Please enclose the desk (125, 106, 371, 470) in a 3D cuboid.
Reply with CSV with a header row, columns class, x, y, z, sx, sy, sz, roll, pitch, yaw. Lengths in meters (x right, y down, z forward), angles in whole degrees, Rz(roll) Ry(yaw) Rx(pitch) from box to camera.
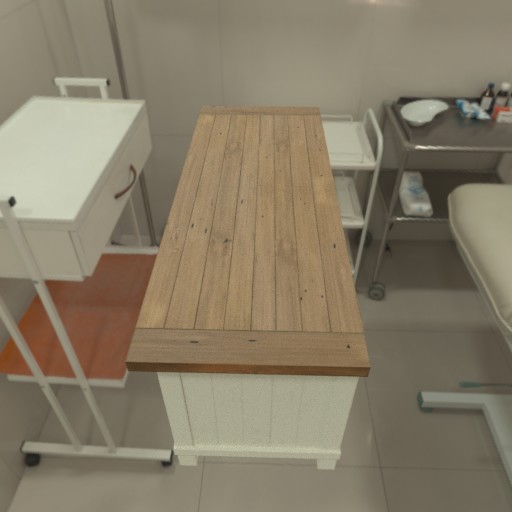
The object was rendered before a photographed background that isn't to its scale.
class,x,y,z,sx,sy,sz,roll,pitch,yaw
desk,0.000,0.000,2.171,0.688,0.760,1.803,1,41,1
